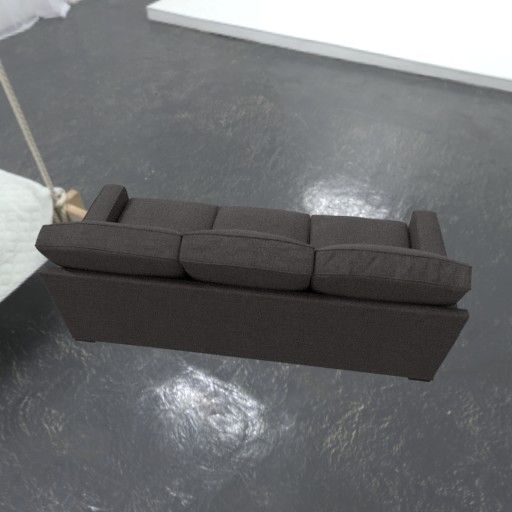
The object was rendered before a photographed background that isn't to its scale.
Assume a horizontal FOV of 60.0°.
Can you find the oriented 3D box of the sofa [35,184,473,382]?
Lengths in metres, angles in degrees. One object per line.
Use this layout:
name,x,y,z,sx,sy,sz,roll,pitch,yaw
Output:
sofa,0.000,0.000,2.877,2.369,0.978,1.004,6,47,5
